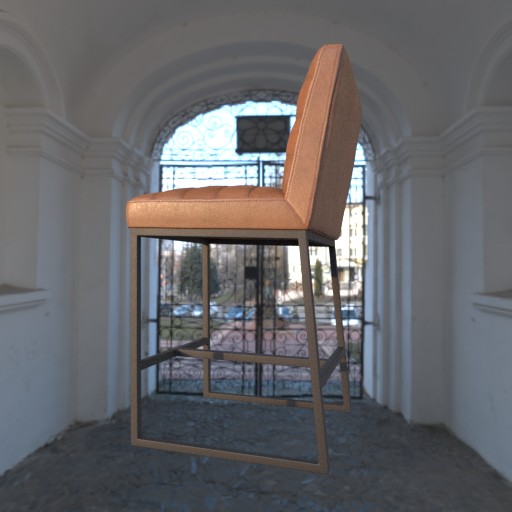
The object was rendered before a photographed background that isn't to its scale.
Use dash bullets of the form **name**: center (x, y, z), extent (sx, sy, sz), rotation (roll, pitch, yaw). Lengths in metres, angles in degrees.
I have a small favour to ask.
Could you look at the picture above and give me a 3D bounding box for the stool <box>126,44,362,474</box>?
- **stool**: center (0.000, 0.000, 1.231), extent (0.556, 0.940, 0.458), rotation (0, -1, 18)
